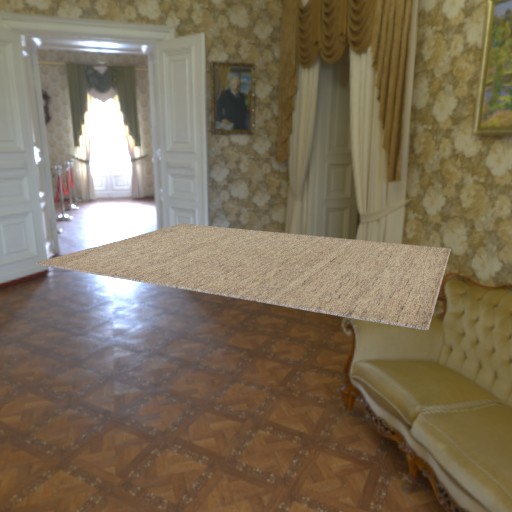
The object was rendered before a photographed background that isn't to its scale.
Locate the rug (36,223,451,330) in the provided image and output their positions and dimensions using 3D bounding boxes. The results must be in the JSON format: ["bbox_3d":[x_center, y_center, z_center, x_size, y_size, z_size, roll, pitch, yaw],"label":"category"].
[{"bbox_3d":[0.000,0.000,2.921,2.283,0.013,1.547,7,16,25],"label":"rug"}]
